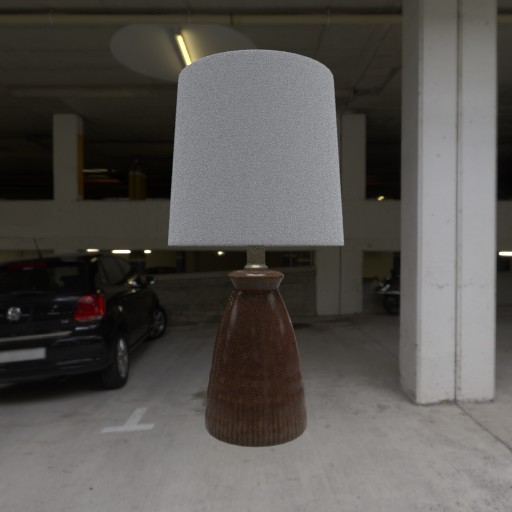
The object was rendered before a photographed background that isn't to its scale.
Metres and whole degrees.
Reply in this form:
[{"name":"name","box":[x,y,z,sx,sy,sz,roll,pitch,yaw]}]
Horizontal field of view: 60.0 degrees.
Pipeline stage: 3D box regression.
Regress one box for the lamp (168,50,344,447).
[{"name":"lamp","box":[0.000,0.000,0.478,0.186,0.369,0.186,0,1,0]}]
